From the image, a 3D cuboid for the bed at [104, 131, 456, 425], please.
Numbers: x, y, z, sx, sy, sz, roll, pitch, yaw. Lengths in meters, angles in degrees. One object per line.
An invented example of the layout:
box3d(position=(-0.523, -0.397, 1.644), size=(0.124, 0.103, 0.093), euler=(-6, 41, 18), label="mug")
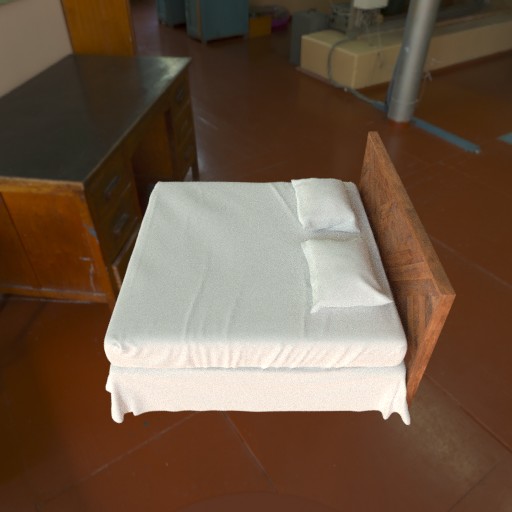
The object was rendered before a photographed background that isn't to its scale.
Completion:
box3d(position=(0.000, 0.000, 3.495), size=(2.165, 1.158, 2.255), euler=(0, 40, 0), label="bed")
